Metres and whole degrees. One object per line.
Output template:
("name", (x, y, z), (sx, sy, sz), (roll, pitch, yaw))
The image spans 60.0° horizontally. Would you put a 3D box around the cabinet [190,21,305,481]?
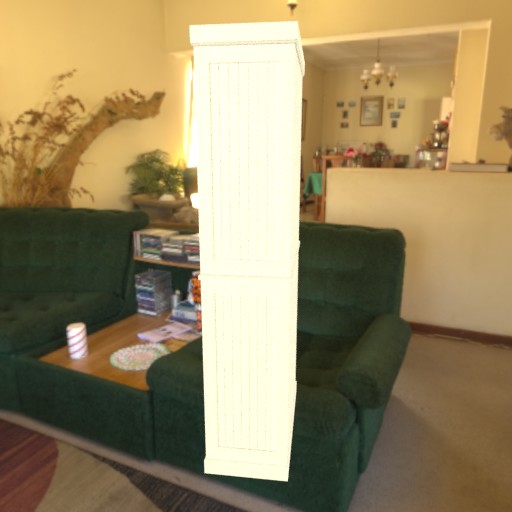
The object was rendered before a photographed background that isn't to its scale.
("cabinet", (0.000, 0.000, 2.103), (0.390, 1.829, 0.754), (2, 14, 8))
